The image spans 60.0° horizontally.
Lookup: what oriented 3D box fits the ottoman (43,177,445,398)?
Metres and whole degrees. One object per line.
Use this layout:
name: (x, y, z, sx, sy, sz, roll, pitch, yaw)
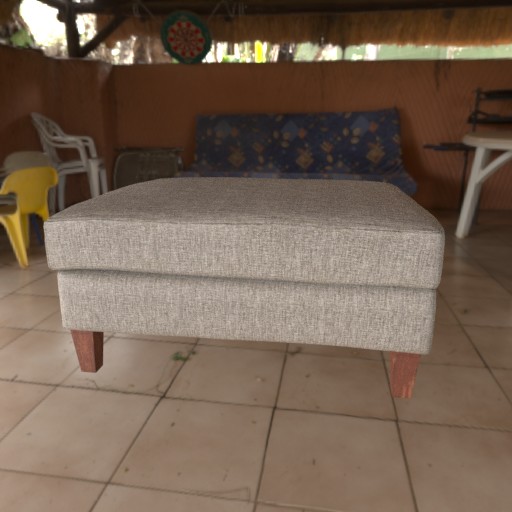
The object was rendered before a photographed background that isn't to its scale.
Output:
ottoman: (0.000, 0.000, 1.482, 0.994, 0.492, 0.839, 2, 17, 8)
